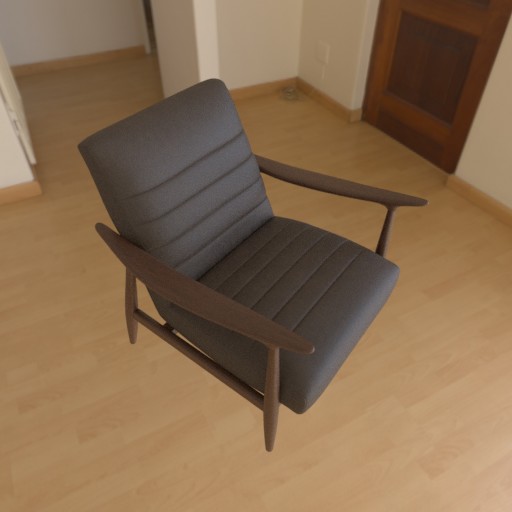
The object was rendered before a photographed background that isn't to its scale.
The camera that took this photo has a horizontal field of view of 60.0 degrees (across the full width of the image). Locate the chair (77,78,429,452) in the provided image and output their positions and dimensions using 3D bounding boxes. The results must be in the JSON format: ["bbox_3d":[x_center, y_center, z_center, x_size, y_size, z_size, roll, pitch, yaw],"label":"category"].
[{"bbox_3d":[0.000,0.000,1.432,0.798,0.831,0.741,27,49,26],"label":"chair"}]
